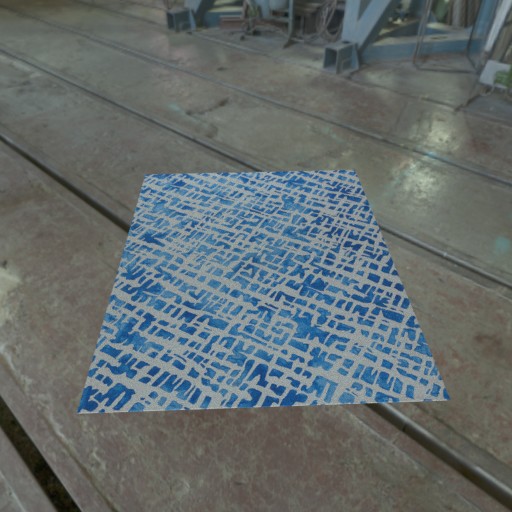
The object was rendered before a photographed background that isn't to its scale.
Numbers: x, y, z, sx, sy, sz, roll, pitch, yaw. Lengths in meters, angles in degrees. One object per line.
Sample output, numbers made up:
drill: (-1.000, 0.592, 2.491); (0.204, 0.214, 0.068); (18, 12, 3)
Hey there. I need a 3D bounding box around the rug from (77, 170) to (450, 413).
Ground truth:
rug: (0.000, 0.000, 4.008); (2.435, 0.007, 3.007); (-1, 40, -2)
